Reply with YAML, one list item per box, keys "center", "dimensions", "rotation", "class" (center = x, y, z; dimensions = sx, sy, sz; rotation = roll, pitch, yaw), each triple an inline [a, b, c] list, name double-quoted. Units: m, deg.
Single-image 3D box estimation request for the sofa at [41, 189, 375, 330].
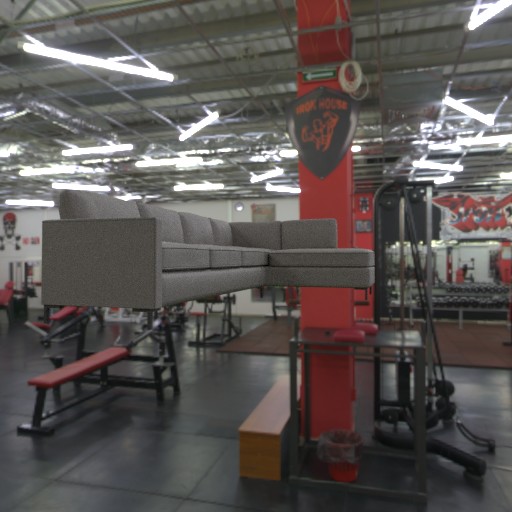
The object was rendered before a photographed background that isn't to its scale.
- center: [0.000, 0.000, 4.364]
  dimensions: [2.077, 0.964, 3.331]
  rotation: [0, 0, 18]
  class: "sofa"
